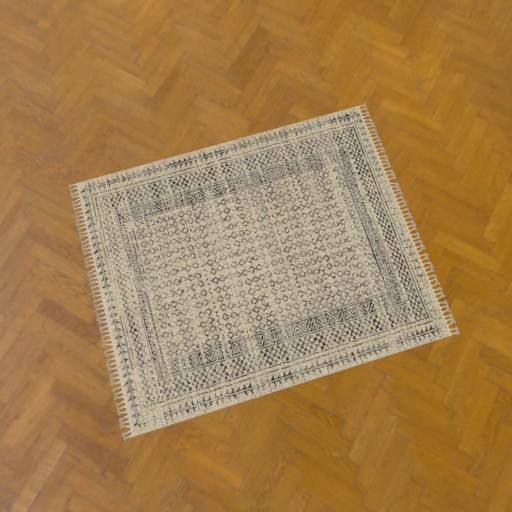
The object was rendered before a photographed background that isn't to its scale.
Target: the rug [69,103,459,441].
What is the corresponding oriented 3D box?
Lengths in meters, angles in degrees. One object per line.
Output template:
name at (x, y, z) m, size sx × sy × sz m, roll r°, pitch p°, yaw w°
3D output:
rug at (0.000, 0.000, 3.916) m, size 2.940 × 0.013 × 2.312 m, roll -16°, pitch 76°, yaw -4°
